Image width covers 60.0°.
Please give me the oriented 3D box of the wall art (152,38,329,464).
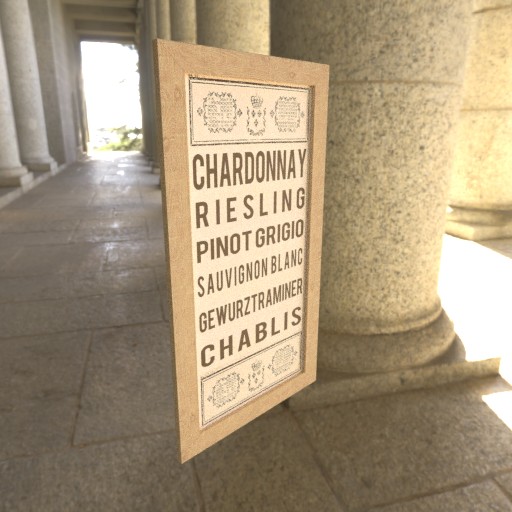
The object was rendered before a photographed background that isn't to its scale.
[{"bbox_3d":[0.000,0.000,0.817,0.381,0.683,0.013,-16,22,-42],"label":"wall art"}]
